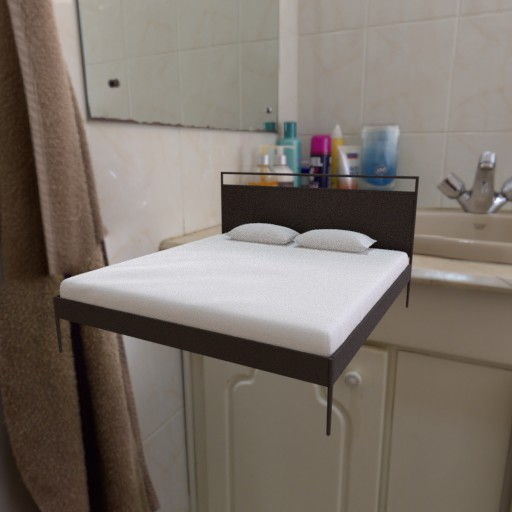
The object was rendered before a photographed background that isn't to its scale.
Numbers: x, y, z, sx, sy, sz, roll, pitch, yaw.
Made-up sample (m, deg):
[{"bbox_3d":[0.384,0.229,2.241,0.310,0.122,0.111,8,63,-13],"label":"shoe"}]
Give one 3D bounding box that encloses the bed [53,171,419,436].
[{"bbox_3d":[0.000,0.000,3.437,1.993,1.173,2.151,7,15,28],"label":"bed"}]
